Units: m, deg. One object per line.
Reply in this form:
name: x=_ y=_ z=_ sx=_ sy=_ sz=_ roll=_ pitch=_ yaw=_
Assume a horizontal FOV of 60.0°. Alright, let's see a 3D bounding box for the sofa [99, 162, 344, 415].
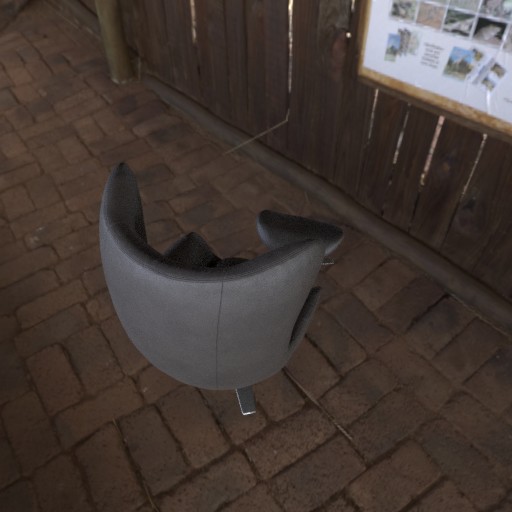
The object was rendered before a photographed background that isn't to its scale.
sofa: x=0.000 y=0.000 z=2.135 sx=0.894 sy=1.135 sz=1.444 roll=23 pitch=50 yaw=22
